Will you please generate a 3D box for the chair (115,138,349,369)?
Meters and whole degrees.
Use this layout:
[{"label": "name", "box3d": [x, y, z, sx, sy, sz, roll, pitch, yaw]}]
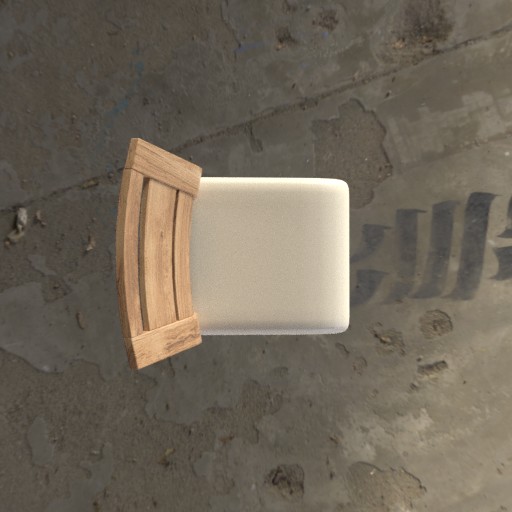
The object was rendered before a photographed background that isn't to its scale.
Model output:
[{"label": "chair", "box3d": [0.000, 0.000, 1.254, 0.561, 0.955, 0.457, 0, 89, 0]}]
